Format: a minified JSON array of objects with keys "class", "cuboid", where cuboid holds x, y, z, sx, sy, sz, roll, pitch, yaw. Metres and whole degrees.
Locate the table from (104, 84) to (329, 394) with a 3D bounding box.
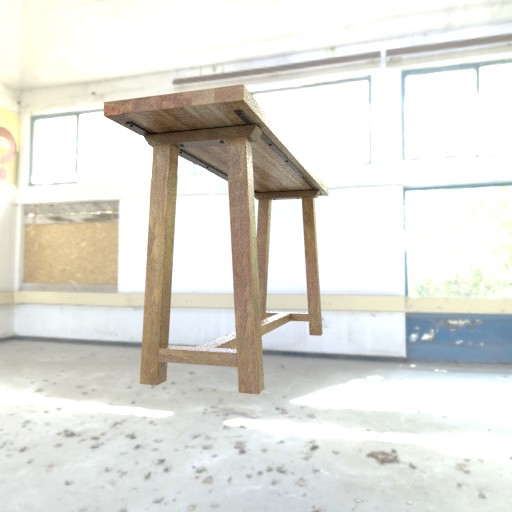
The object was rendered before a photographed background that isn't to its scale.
[{"class":"table","cuboid":[0.000,0.000,1.874,0.405,0.810,1.524,0,-2,17]}]
